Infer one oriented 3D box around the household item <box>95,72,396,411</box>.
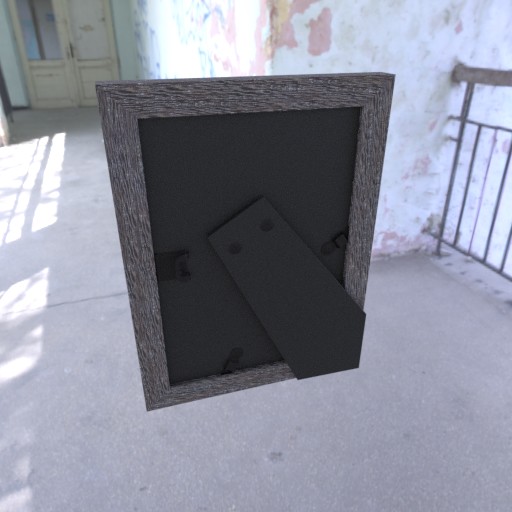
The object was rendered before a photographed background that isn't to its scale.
[{"bbox_3d":[0.000,0.000,0.280,0.160,0.210,0.020,-8,29,-15],"label":"household item"}]
